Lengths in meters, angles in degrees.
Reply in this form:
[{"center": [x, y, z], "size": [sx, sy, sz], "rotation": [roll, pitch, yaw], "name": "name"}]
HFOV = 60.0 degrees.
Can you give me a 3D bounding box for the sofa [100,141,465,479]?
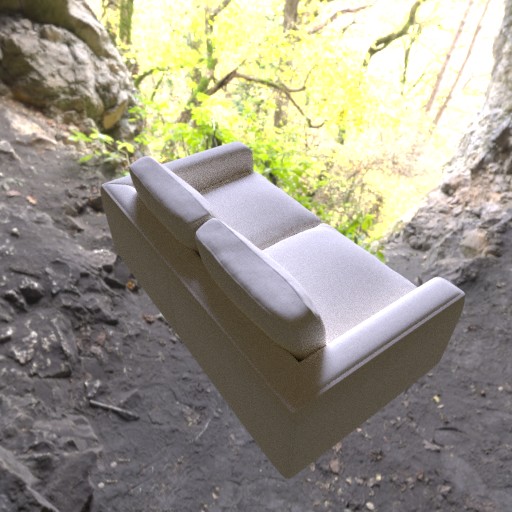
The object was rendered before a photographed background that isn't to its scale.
[{"center": [0.000, 0.000, 2.476], "size": [1.069, 0.801, 1.920], "rotation": [-25, 47, -26], "name": "sofa"}]
